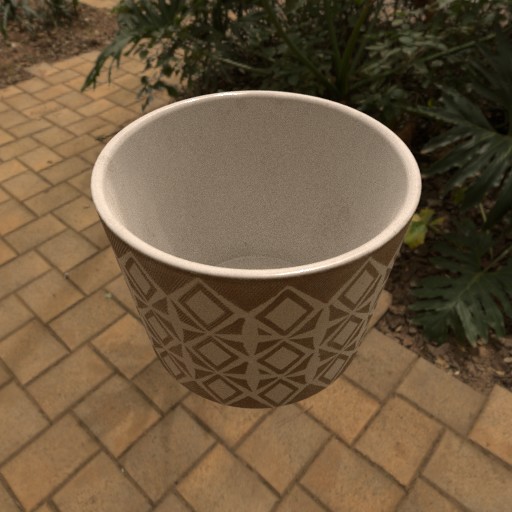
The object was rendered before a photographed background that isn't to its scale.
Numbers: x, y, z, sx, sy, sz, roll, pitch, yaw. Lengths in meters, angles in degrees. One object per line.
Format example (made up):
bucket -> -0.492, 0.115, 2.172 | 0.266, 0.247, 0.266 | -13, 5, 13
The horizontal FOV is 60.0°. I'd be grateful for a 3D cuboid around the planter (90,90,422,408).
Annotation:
planter -> 0.000, 0.000, 0.436 | 0.260, 0.220, 0.260 | 0, 45, 0
